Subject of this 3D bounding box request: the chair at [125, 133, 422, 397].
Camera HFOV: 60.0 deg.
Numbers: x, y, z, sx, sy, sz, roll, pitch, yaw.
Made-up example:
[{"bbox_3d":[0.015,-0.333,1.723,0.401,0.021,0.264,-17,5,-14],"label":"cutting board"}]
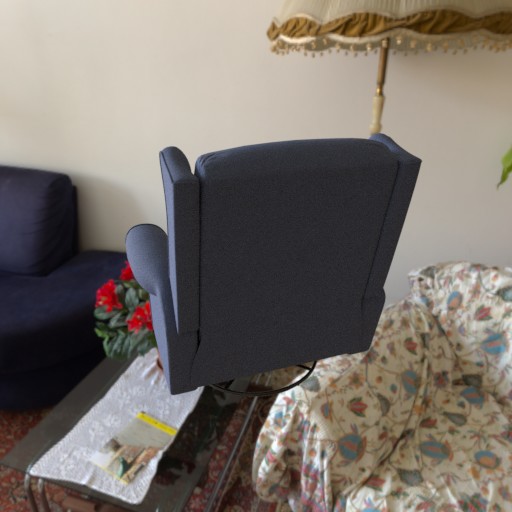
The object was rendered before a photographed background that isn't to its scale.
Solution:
[{"bbox_3d":[0.000,0.000,1.767,0.971,1.020,0.877,-8,26,-17],"label":"chair"}]
